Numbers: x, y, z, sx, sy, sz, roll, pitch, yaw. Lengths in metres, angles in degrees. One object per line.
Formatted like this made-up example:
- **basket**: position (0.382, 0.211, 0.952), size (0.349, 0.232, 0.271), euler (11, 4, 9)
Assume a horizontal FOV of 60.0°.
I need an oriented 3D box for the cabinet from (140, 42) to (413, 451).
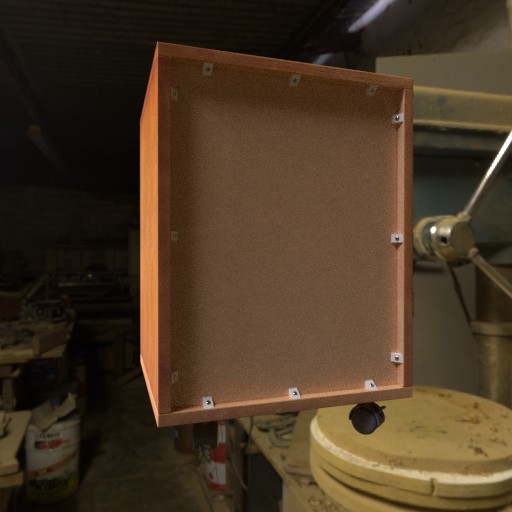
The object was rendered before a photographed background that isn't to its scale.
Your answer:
- **cabinet**: position (0.000, 0.000, 0.851), size (0.409, 0.579, 0.401), euler (0, 0, -18)
